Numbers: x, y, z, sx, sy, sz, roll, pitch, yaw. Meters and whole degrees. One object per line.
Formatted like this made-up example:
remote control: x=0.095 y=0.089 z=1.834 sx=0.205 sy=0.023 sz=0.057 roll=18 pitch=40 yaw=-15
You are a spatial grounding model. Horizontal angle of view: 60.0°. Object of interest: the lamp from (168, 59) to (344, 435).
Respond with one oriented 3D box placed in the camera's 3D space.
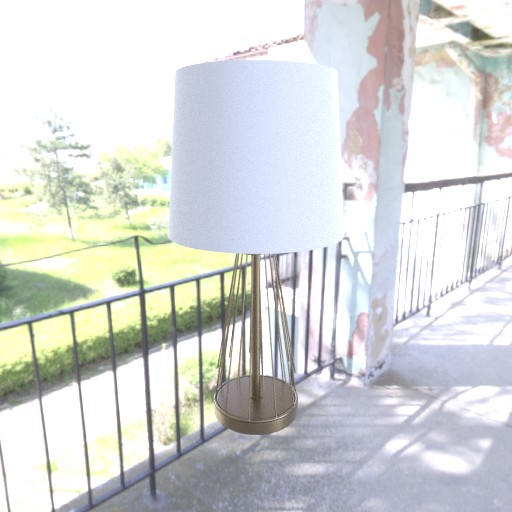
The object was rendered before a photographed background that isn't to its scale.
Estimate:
lamp: x=0.000 y=0.000 z=0.791 sx=0.303 sy=0.618 sz=0.303 roll=0 pitch=14 yaw=0
